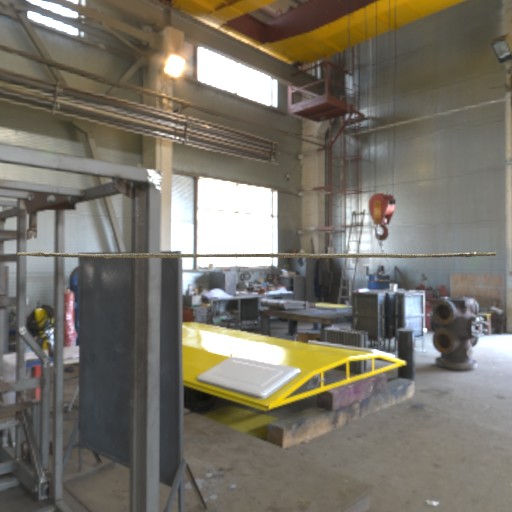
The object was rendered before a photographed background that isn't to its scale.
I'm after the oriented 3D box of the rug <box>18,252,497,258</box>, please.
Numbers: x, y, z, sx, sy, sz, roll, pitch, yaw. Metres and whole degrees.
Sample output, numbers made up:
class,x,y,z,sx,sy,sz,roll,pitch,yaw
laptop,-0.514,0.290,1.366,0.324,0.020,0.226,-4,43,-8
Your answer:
class,x,y,z,sx,sy,sz,roll,pitch,yaw
rug,0.000,0.000,2.983,2.431,0.025,1.530,0,-1,0
